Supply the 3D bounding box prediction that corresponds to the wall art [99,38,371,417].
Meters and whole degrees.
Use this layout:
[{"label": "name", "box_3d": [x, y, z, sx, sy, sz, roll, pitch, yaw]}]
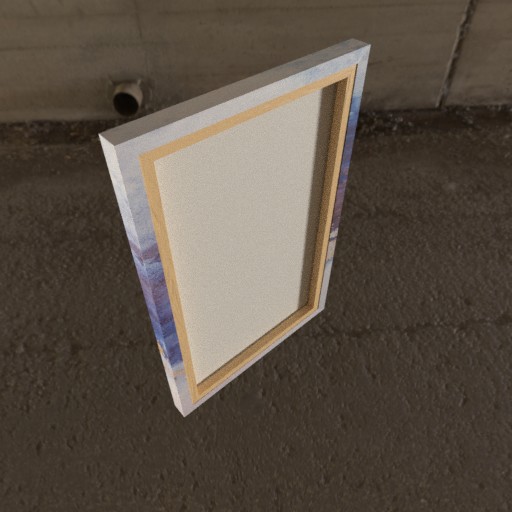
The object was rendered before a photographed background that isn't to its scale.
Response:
[{"label": "wall art", "box_3d": [0.000, 0.000, 1.093, 0.583, 0.874, 0.048, -32, 54, -28]}]
